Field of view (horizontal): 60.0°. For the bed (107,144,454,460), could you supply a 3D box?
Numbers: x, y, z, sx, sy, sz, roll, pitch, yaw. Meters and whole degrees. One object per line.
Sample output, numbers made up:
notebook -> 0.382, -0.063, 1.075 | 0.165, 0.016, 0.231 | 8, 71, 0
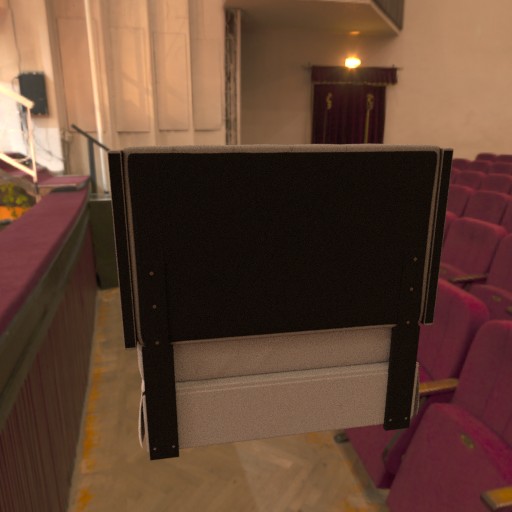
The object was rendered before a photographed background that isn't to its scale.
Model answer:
bed -> 0.000, 0.000, 3.300 | 1.719, 1.665, 2.066 | -3, 16, -10
